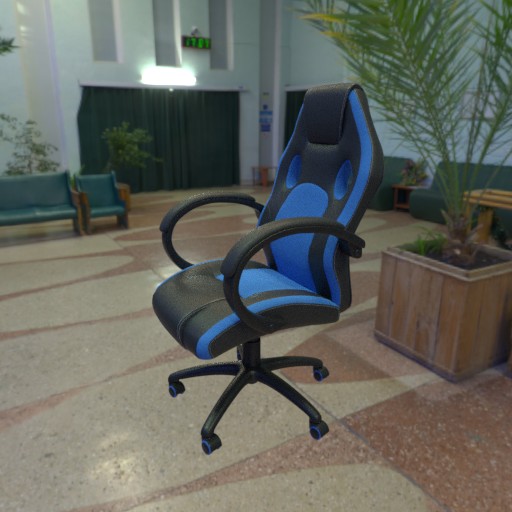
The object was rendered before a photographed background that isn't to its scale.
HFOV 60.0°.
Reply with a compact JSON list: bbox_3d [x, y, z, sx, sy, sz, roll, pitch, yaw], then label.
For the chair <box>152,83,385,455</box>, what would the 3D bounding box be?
[{"bbox_3d":[0.000,0.000,1.604,0.724,1.187,0.673,-9,19,-27],"label":"chair"}]
